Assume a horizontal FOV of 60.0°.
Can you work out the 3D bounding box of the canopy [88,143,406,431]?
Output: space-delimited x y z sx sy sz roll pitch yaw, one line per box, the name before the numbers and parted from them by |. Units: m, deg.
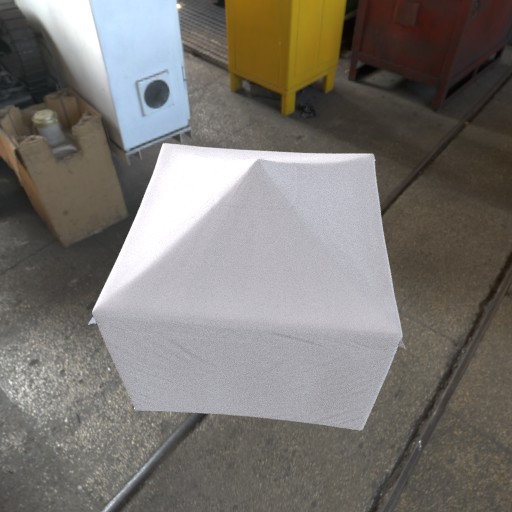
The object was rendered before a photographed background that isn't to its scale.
canopy | 0.000 0.000 5.626 3.043 2.997 3.121 4 47 4
